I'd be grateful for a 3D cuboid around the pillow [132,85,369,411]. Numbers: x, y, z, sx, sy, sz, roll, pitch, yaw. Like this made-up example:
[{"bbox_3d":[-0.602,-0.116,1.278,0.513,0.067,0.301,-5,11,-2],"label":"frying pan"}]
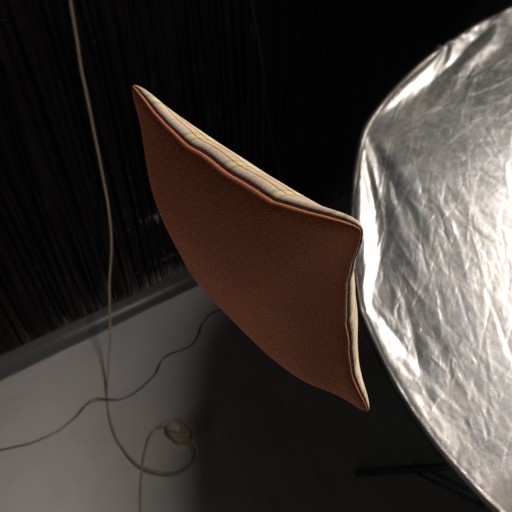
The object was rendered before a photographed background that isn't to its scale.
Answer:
[{"bbox_3d":[0.000,0.000,0.692,0.200,0.430,0.453,-27,47,-28],"label":"pillow"}]
